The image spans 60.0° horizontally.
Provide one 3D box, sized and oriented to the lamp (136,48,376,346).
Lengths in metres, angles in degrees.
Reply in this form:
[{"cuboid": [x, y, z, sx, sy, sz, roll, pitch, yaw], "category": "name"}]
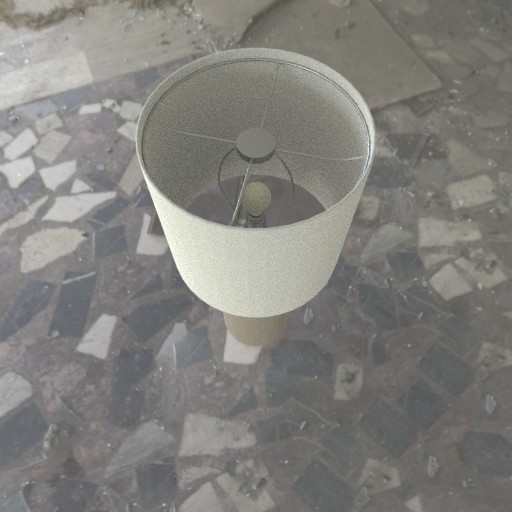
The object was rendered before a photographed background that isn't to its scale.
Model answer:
[{"cuboid": [0.000, 0.000, 0.610, 0.212, 0.493, 0.212, 11, 63, 6], "category": "lamp"}]
